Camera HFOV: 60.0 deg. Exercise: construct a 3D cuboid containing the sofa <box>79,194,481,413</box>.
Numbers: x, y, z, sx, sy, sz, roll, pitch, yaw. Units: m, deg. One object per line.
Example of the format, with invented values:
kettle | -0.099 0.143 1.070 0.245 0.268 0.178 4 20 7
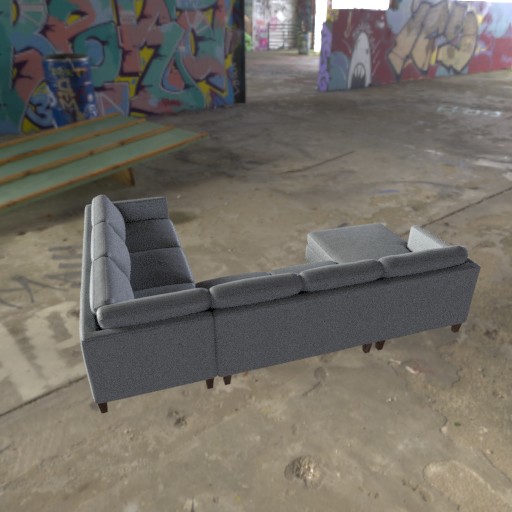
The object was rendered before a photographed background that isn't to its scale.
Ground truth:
sofa | 0.000 0.000 4.476 3.238 0.853 2.551 -9 30 -16
